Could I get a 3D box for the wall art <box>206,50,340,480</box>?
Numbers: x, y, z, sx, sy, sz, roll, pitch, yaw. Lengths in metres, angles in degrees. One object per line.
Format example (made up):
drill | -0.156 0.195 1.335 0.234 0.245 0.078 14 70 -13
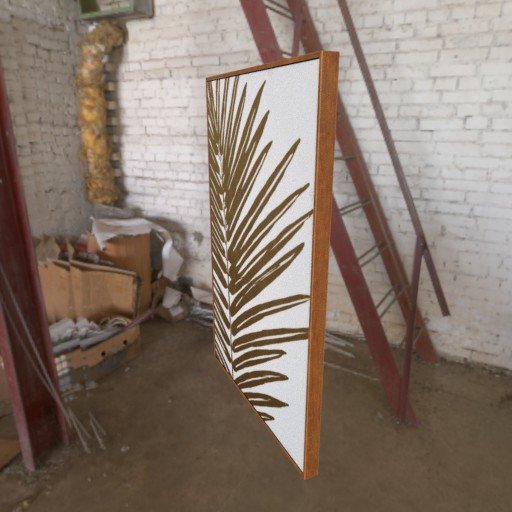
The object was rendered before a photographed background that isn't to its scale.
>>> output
wall art | 0.000 0.000 1.165 0.037 0.914 0.610 -8 19 -24
